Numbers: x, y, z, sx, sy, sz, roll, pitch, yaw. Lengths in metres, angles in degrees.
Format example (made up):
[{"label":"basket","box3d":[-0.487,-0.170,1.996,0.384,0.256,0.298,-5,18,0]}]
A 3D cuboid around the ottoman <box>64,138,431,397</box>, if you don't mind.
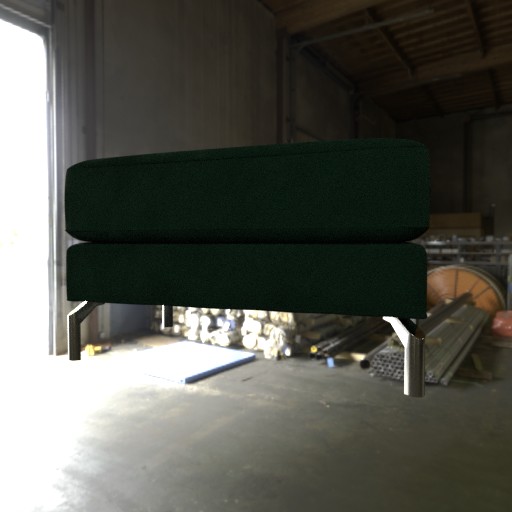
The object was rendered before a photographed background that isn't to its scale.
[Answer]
[{"label":"ottoman","box3d":[0.000,0.000,1.234,0.886,0.533,0.536,1,2,19]}]
